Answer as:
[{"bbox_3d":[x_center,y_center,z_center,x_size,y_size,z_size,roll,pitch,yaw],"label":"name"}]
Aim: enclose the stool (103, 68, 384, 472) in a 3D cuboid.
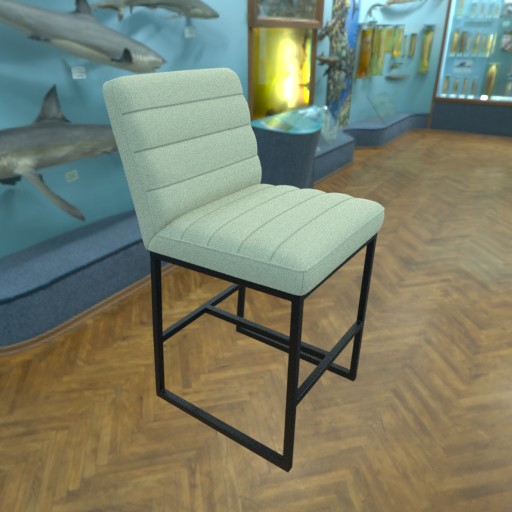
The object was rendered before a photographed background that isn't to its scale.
[{"bbox_3d":[0.000,0.000,1.237,0.560,0.940,0.460,17,31,31],"label":"stool"}]
